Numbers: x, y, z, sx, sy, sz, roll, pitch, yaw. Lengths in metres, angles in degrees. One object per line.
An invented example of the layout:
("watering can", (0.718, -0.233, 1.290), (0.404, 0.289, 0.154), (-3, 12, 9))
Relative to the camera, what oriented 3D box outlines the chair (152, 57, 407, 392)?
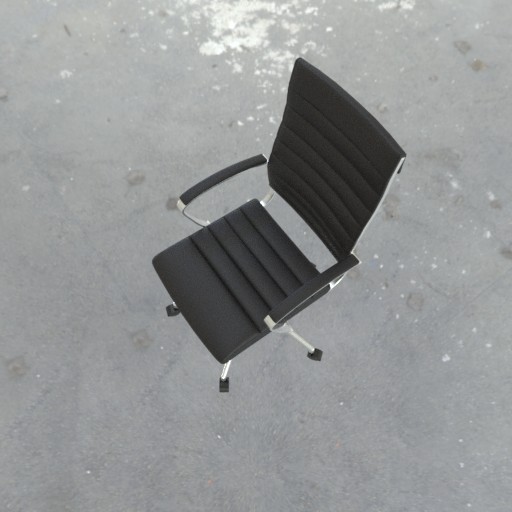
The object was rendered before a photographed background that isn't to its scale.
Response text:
("chair", (0.000, 0.000, 1.636), (0.739, 1.149, 0.766), (-33, 68, -15))
